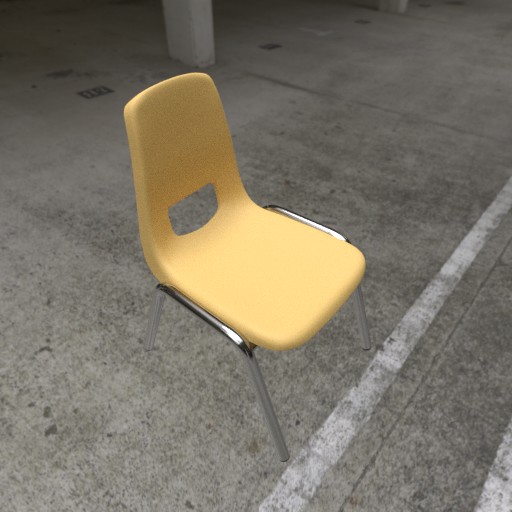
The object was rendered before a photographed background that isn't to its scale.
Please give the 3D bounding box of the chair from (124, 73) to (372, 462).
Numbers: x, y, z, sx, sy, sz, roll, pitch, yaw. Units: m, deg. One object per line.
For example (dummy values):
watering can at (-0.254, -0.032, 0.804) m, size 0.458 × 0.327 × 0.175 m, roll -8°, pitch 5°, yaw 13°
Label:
chair at (0.000, 0.000, 0.852) m, size 0.423 × 0.586 × 0.354 m, roll 28°, pitch 48°, yaw 28°
